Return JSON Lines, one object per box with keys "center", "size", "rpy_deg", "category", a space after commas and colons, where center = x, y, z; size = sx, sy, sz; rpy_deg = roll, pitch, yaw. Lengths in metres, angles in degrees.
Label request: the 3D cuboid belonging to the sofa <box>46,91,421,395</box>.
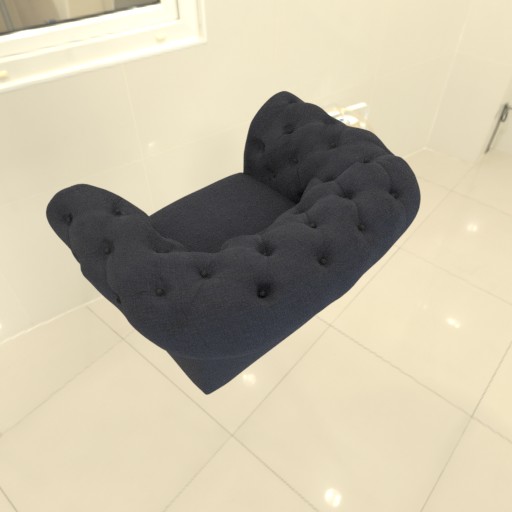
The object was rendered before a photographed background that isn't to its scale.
{"center": [0.000, 0.000, 2.020], "size": [1.405, 0.878, 1.032], "rpy_deg": [-33, 55, -28], "category": "sofa"}
